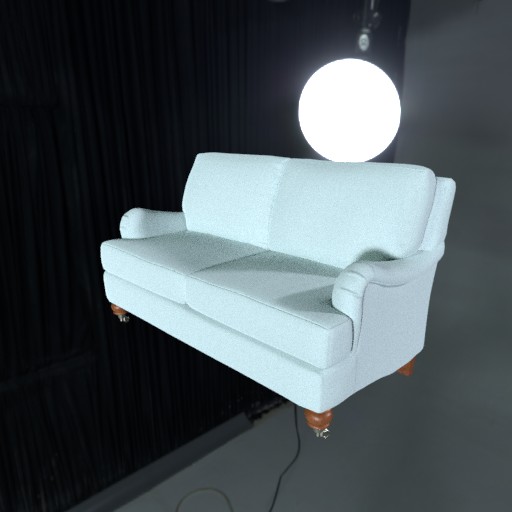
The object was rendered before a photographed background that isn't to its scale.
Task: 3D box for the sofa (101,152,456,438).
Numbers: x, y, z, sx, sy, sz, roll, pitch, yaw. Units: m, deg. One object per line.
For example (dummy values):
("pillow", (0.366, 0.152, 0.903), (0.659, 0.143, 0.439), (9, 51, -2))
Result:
("sofa", (0.000, 0.000, 2.578), (1.853, 1.101, 1.084), (16, 22, 43))
